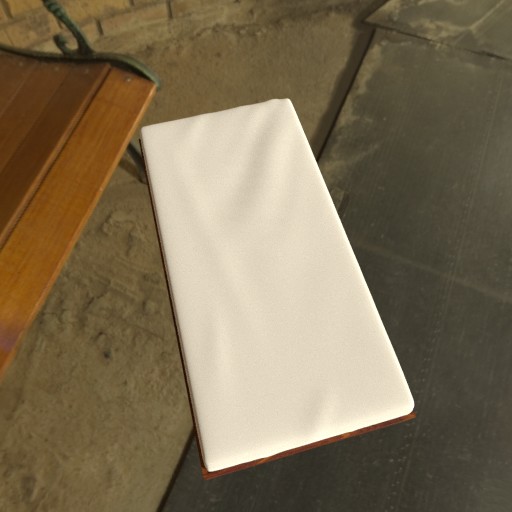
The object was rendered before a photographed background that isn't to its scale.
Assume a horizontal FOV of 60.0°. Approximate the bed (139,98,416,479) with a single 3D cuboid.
[{"bbox_3d":[0.000,0.000,2.265,0.940,0.312,1.860,-13,64,-7],"label":"bed"}]
